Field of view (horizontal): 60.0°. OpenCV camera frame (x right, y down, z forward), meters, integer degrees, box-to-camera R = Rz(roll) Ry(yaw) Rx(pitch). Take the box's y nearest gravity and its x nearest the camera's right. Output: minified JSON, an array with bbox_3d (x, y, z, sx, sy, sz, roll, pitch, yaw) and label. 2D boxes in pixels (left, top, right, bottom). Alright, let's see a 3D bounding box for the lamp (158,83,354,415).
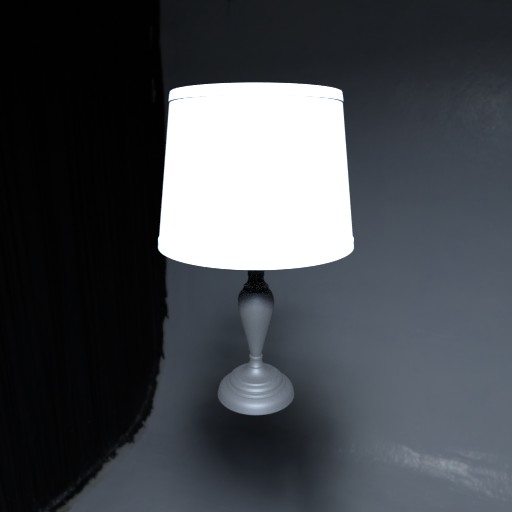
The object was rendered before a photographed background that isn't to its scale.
[{"bbox_3d":[0.000,0.000,0.724,0.310,0.501,0.310,0,15,0],"label":"lamp"}]
